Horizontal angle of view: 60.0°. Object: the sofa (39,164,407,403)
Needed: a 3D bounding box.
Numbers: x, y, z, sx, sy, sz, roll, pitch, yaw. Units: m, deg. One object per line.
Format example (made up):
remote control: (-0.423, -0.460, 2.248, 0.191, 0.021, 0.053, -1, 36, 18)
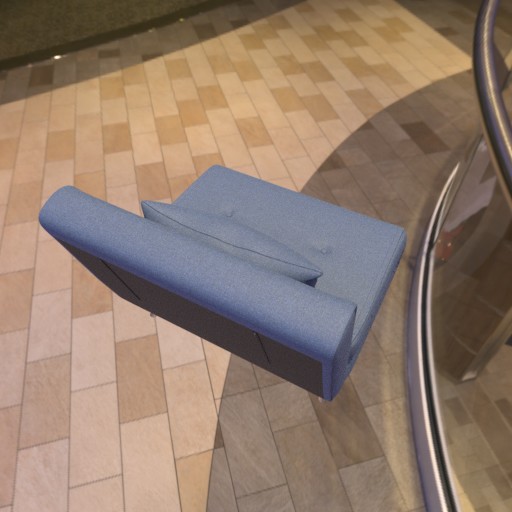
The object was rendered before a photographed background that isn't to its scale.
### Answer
sofa: (0.000, 0.000, 1.756, 0.999, 0.860, 0.996, 22, 51, 19)
